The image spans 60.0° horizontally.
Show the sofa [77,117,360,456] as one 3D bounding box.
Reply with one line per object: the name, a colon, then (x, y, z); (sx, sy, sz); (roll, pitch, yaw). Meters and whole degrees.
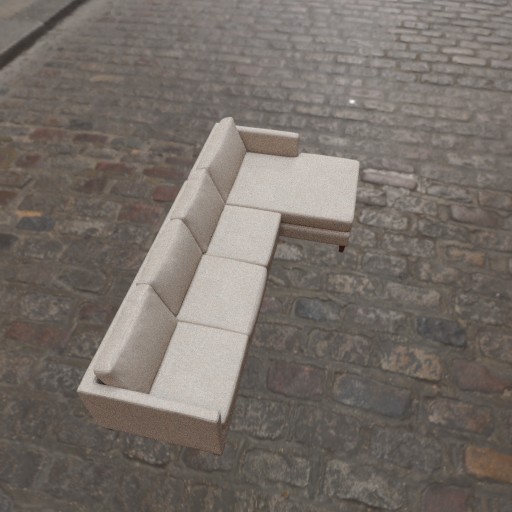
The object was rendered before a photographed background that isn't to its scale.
sofa: (0.000, 0.000, 3.882); (1.625, 0.846, 3.186); (9, 49, 8)
